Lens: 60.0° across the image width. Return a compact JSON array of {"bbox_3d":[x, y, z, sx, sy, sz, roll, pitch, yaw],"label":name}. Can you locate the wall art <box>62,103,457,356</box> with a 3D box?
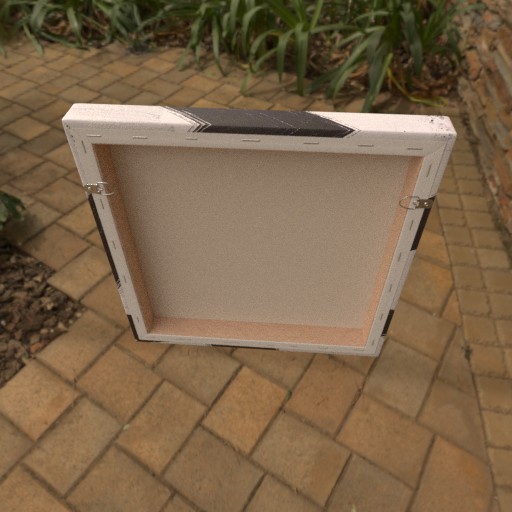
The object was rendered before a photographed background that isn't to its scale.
[{"bbox_3d":[0.000,0.000,0.757,0.507,0.508,0.050,3,45,3],"label":"wall art"}]
